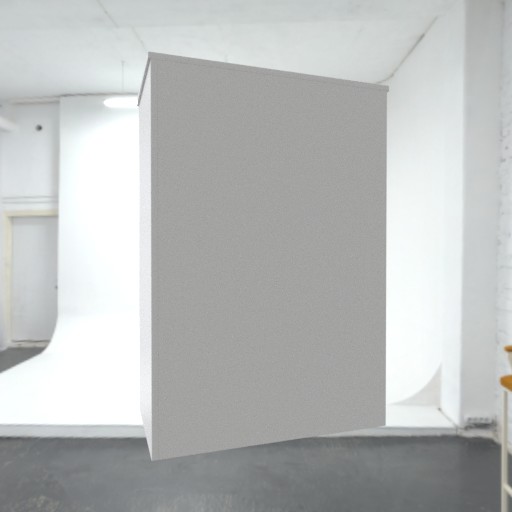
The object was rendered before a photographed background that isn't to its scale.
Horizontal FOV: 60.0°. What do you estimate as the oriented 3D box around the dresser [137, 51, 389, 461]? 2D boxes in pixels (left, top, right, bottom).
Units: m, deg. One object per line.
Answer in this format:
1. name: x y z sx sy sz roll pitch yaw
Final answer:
1. dresser: 0.000 0.000 1.406 0.704 1.021 0.401 0 1 -19
